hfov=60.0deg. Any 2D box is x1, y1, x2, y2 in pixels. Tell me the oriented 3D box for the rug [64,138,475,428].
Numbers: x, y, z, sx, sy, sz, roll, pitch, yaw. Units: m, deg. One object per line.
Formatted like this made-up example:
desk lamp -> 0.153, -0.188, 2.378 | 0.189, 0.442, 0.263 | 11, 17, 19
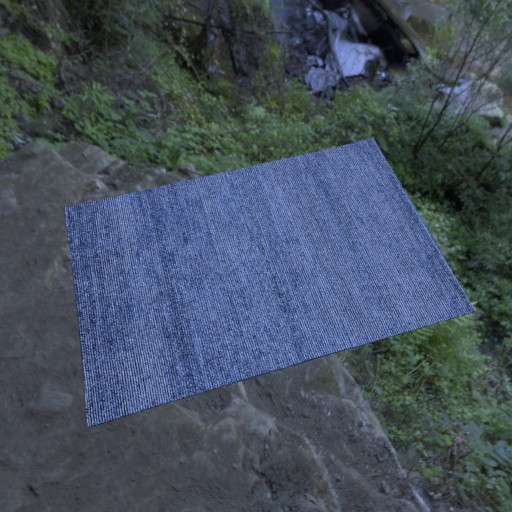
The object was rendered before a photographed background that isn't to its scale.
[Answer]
rug -> 0.000, 0.000, 2.204 | 1.793, 0.025, 1.159 | -14, 60, -8
